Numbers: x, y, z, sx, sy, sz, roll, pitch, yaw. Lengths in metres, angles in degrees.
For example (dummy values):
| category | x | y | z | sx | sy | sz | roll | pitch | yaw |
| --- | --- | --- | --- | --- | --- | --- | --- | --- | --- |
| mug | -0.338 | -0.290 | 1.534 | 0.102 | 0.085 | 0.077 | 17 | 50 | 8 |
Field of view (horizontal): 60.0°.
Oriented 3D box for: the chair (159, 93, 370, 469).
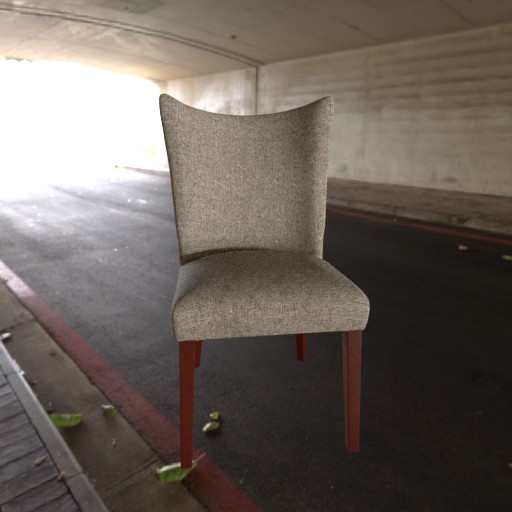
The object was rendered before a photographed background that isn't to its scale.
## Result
| category | x | y | z | sx | sy | sz | roll | pitch | yaw |
| --- | --- | --- | --- | --- | --- | --- | --- | --- | --- |
| chair | 0.000 | 0.000 | 1.312 | 0.535 | 0.924 | 0.623 | -2 | 16 | -8 |
